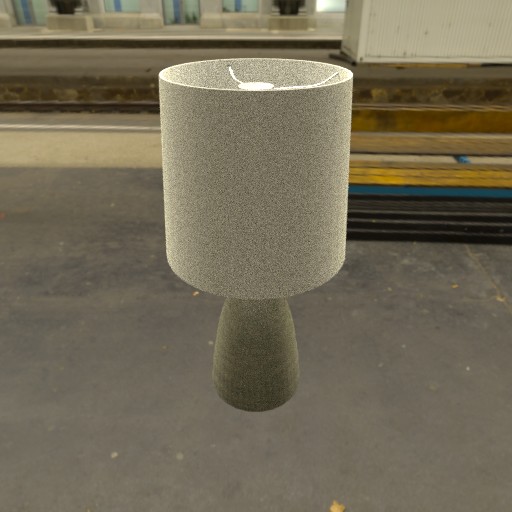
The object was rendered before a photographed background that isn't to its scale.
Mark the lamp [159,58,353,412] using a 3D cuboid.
[{"bbox_3d":[0.000,0.000,0.475,0.186,0.369,0.186,0,31,0],"label":"lamp"}]
